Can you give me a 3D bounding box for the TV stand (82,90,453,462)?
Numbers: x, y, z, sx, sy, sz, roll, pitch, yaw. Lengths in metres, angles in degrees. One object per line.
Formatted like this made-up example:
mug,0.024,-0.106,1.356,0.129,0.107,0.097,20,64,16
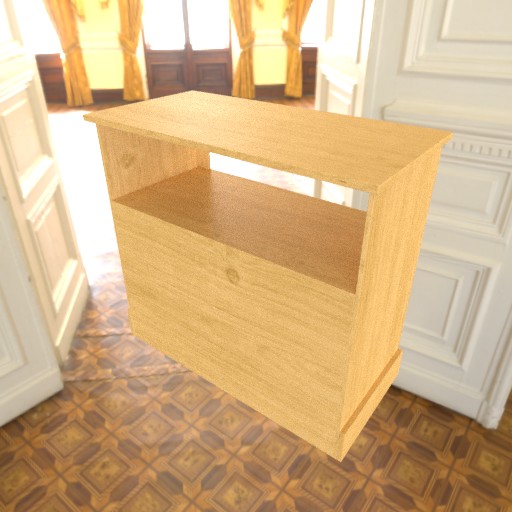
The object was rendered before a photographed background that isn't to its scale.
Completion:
TV stand,0.000,0.000,1.323,0.851,0.787,0.430,21,37,31
